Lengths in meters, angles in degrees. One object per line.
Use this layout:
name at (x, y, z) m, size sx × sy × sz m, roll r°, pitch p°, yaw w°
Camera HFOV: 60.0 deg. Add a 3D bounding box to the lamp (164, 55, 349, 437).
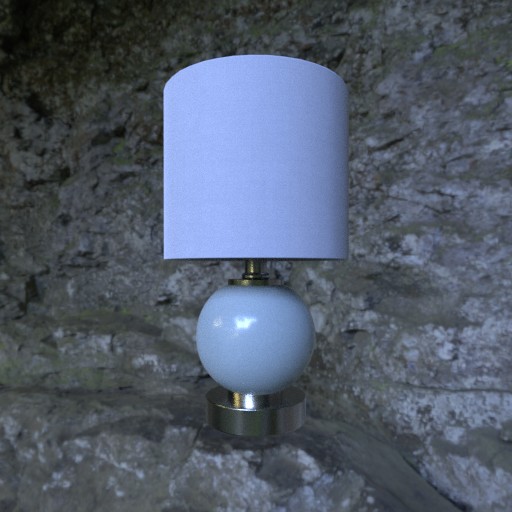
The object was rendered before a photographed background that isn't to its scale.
lamp at (0.000, 0.000, 0.487) m, size 0.201 × 0.353 × 0.201 m, roll 1°, pitch -2°, yaw -34°
